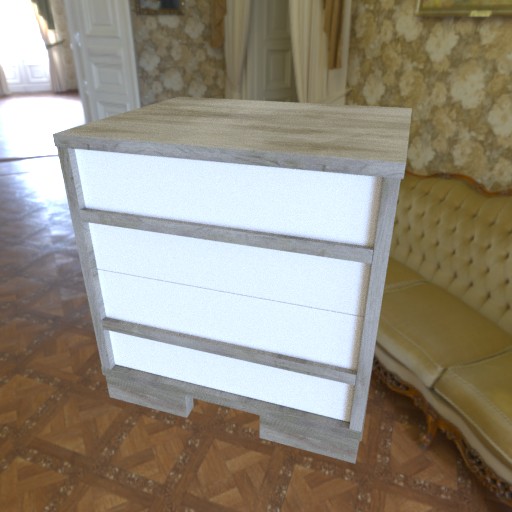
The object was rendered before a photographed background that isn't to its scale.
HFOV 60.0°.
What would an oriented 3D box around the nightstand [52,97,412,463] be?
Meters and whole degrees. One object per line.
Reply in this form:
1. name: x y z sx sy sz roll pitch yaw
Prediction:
1. nightstand: 0.000 0.000 0.747 0.427 0.448 0.347 9 29 16
